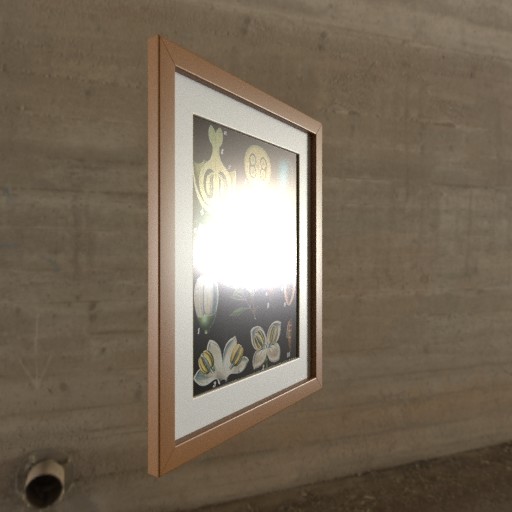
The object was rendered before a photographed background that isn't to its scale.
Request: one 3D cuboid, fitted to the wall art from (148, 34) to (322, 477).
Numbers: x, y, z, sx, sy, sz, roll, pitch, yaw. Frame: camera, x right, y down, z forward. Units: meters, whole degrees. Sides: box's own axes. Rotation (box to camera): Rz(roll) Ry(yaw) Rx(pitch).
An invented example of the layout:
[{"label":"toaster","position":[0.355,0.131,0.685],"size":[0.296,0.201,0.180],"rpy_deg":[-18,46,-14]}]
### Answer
[{"label":"wall art","position":[0.000,0.000,0.738],"size":[0.021,0.550,0.449],"rpy_deg":[0,0,35]}]
